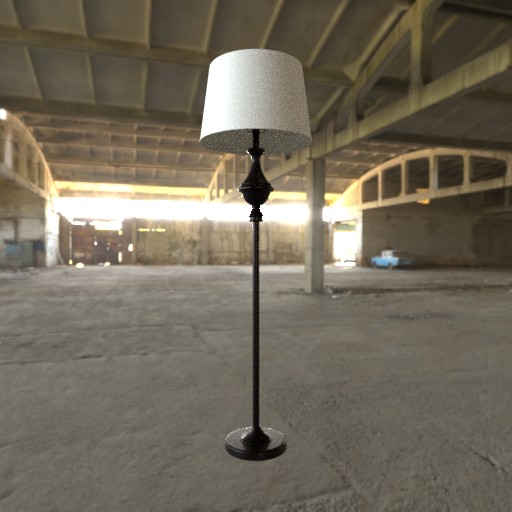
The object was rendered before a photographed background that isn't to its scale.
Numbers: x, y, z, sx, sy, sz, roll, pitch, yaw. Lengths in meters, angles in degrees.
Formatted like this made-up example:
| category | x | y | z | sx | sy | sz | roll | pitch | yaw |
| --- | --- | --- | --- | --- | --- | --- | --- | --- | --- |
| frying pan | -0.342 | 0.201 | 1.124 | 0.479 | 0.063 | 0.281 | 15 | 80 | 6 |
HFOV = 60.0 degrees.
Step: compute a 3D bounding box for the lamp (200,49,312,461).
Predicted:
| category | x | y | z | sx | sy | sz | roll | pitch | yaw |
| --- | --- | --- | --- | --- | --- | --- | --- | --- | --- |
| lamp | 0.000 | 0.000 | 1.713 | 0.431 | 1.484 | 0.431 | 0 | 1 | 0 |
